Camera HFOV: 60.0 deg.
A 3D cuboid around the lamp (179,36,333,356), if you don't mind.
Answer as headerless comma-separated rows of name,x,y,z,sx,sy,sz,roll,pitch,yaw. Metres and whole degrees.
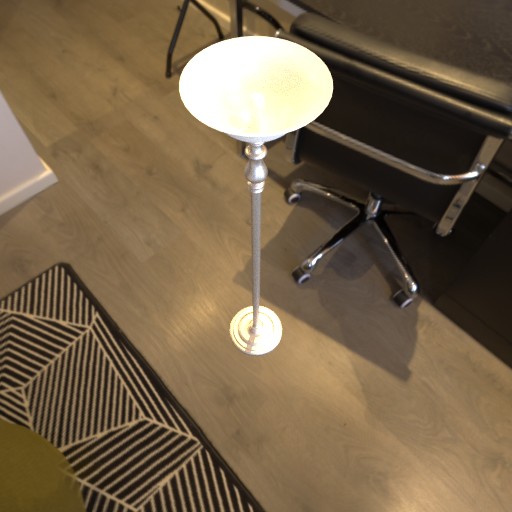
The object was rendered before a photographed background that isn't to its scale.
lamp,0.000,0.000,1.928,0.405,1.771,0.405,14,60,9
